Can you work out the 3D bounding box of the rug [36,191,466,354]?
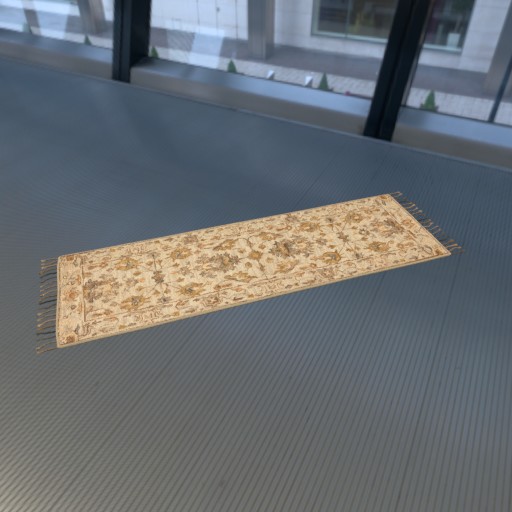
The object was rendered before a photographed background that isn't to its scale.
[{"bbox_3d":[0.000,0.000,2.642,2.438,0.021,0.729,-12,41,-14],"label":"rug"}]
